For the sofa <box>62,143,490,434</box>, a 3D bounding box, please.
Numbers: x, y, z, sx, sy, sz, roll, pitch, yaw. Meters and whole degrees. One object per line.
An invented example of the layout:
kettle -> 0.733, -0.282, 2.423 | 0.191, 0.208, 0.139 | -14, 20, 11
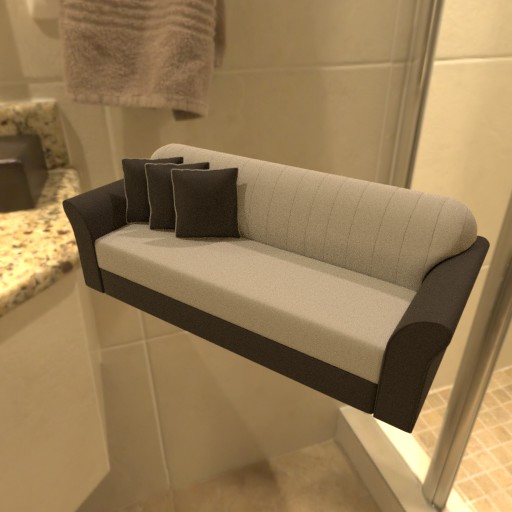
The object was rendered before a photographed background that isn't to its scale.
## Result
sofa -> 0.000, 0.000, 2.270 | 2.001, 0.787, 0.755 | 18, 34, 28
